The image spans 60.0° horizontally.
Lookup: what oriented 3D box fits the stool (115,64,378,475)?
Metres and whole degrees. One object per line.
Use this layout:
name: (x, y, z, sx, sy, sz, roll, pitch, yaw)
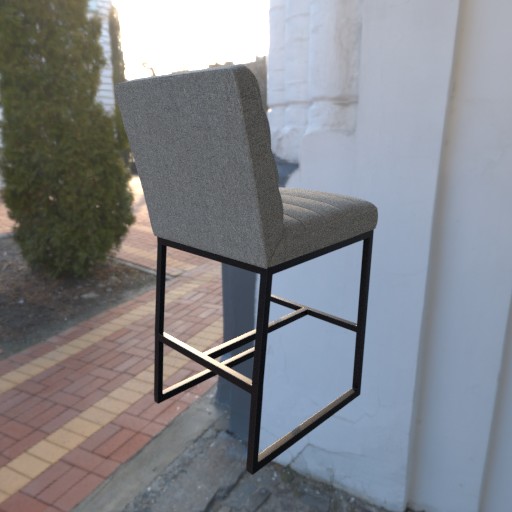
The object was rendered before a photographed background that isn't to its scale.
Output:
stool: (0.000, 0.000, 1.266, 0.460, 0.940, 0.560, 15, 22, 43)
